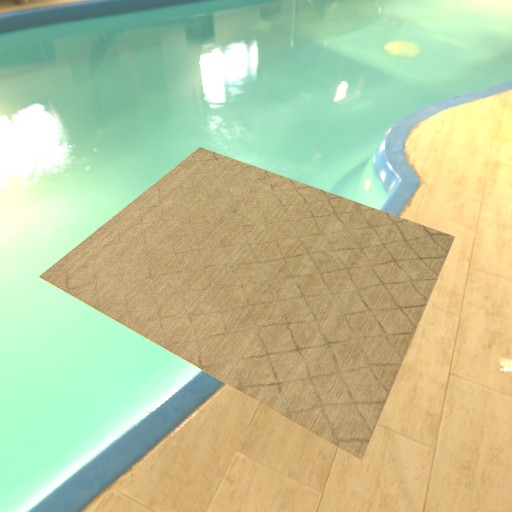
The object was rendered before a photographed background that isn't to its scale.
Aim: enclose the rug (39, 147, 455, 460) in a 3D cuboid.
[{"bbox_3d":[0.000,0.000,4.107,3.038,0.019,2.420,23,51,21],"label":"rug"}]
